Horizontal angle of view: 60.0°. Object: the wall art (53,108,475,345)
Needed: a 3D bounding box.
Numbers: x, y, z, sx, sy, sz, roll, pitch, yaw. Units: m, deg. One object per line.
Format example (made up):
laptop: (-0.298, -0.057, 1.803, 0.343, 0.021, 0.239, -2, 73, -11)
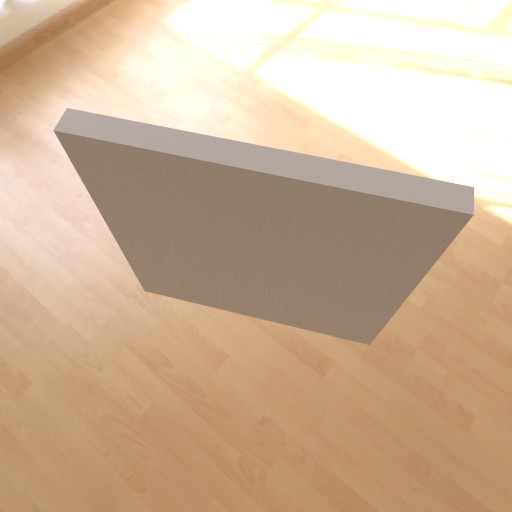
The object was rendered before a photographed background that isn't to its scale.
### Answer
wall art: (0.000, 0.000, 0.526, 0.355, 0.355, 0.027, 13, 63, 6)
